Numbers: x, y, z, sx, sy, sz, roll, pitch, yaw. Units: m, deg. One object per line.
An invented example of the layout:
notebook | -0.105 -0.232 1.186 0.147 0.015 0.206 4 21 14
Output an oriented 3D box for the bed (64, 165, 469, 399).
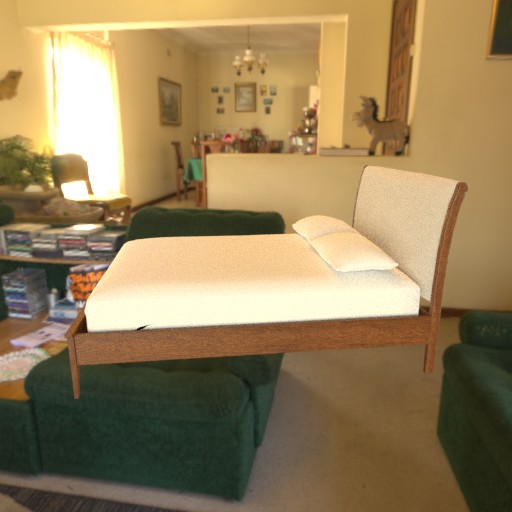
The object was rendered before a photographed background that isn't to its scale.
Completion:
bed | 0.000 0.000 3.357 2.380 1.250 1.612 -2 15 -7
